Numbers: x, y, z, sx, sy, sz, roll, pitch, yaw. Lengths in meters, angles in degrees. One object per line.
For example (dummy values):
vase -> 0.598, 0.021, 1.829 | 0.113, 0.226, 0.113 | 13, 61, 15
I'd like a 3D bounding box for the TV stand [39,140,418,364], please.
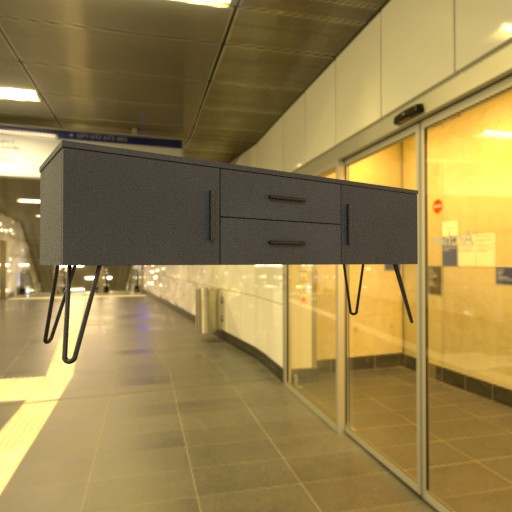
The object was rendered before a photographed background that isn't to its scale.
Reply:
TV stand -> 0.000, 0.000, 1.636 | 1.400, 0.560, 0.400 | 1, -1, -34
